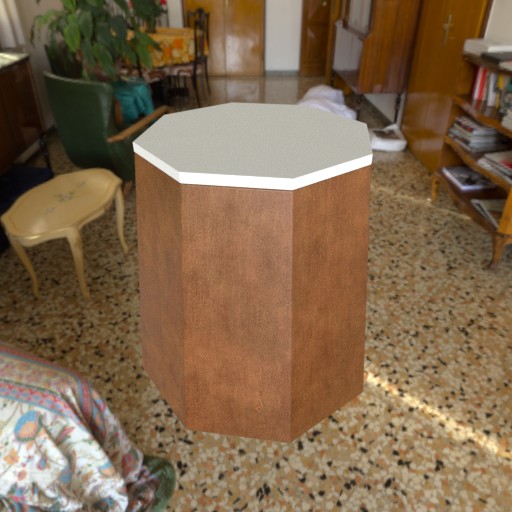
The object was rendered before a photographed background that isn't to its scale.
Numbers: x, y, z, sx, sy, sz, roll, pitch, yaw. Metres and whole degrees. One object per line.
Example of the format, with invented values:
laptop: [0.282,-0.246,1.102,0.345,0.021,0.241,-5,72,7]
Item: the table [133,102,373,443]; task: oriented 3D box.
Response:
table: [0.000,0.000,0.810,0.439,0.457,0.439,-23,40,-31]
